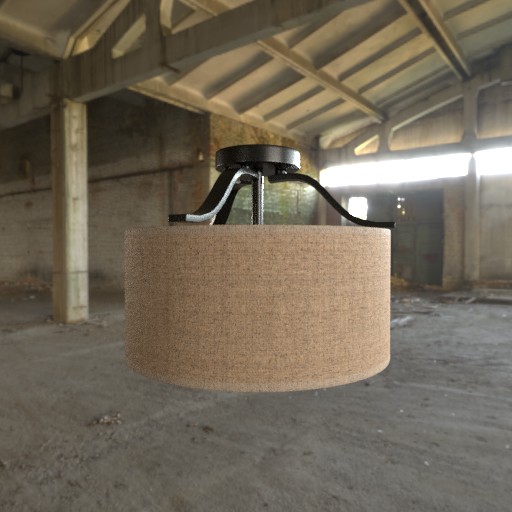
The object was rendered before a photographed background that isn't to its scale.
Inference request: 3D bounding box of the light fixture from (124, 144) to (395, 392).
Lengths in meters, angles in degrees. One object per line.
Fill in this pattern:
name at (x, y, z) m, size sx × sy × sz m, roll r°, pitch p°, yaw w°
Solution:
light fixture at (0.000, 0.000, 0.662) m, size 0.390 × 0.306 × 0.390 m, roll 0°, pitch 1°, yaw 0°
